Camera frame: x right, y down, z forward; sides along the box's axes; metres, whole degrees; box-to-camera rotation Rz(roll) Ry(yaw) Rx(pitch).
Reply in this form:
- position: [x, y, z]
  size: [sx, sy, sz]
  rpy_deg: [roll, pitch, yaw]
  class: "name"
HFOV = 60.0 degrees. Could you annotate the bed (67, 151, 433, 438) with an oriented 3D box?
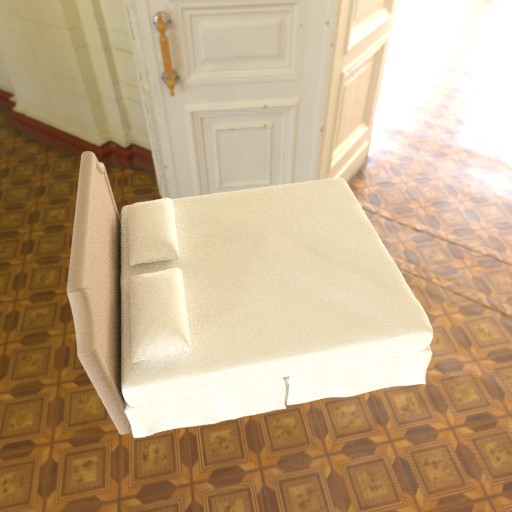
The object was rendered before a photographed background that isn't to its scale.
- position: [0.000, 0.000, 4.084]
  size: [2.773, 1.590, 2.350]
  rpy_deg: [-9, 47, -8]
  class: "bed"
